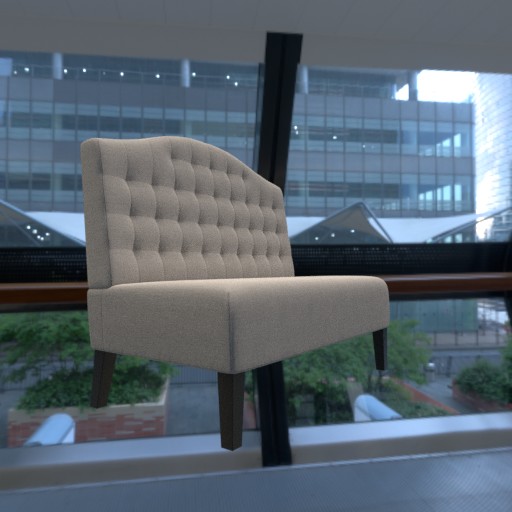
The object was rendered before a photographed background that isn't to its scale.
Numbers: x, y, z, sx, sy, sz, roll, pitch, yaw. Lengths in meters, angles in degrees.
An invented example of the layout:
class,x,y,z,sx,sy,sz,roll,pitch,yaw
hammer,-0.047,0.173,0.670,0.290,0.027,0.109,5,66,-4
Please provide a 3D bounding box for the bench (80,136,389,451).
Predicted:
class,x,y,z,sx,sy,sz,roll,pitch,yaw
bench,0.000,0.000,2.057,0.815,1.180,1.335,-1,-2,36
